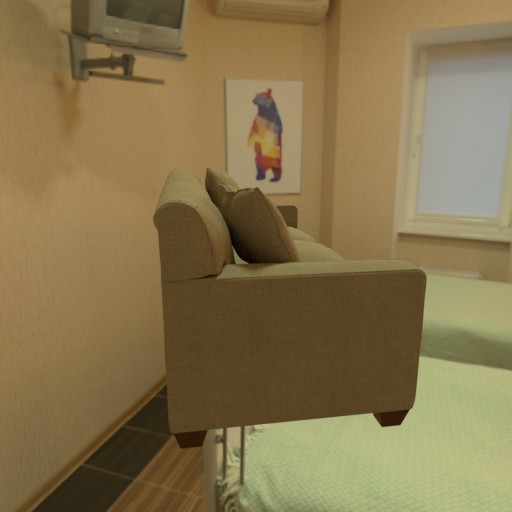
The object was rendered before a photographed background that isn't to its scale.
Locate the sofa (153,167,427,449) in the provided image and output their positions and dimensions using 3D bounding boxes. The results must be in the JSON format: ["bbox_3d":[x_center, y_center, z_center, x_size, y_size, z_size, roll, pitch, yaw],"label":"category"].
[{"bbox_3d":[0.000,0.000,2.522,0.997,0.958,2.024,-2,14,-9],"label":"sofa"}]
